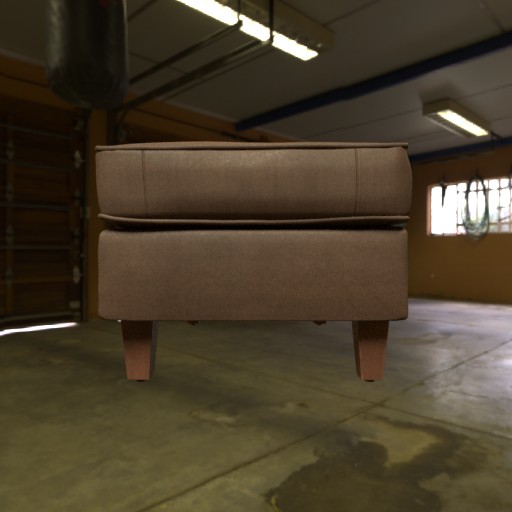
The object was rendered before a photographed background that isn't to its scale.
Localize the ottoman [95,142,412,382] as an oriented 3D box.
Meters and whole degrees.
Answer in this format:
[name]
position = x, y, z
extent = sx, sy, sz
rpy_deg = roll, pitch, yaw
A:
[ottoman]
position = 0.000, 0.000, 1.203
extent = 0.596, 0.481, 0.860
rpy_deg = 0, 0, 0
